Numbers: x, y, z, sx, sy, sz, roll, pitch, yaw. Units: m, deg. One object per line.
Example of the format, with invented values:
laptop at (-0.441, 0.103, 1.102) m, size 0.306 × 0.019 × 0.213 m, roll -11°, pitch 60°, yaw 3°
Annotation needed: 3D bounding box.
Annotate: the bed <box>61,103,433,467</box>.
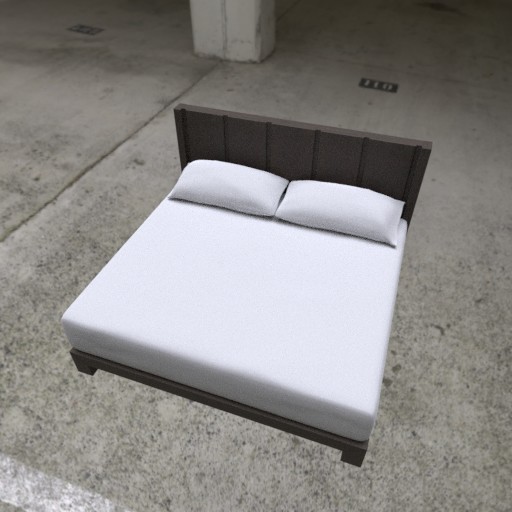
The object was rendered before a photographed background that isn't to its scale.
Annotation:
bed at (0.000, 0.000, 3.353) m, size 2.134 × 1.270 × 2.012 m, roll 13°, pitch 44°, yaw 14°
